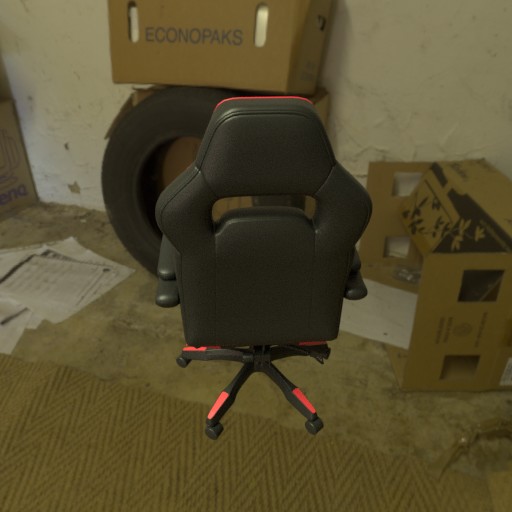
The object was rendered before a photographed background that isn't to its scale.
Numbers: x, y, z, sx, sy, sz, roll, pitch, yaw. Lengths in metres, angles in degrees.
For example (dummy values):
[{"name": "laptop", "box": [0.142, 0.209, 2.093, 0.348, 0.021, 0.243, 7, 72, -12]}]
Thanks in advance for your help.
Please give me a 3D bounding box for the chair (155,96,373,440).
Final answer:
[{"name": "chair", "box": [0.000, 0.000, 1.611, 0.700, 1.220, 0.700, -2, 31, -3]}]
